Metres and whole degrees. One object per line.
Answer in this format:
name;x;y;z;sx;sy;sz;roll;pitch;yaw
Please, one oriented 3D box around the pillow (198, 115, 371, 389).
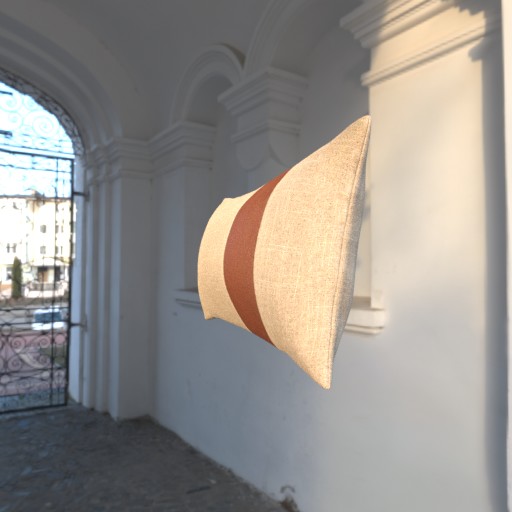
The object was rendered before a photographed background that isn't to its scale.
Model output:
pillow;0.000;0.000;0.741;0.155;0.282;0.612;0;-1;-18
